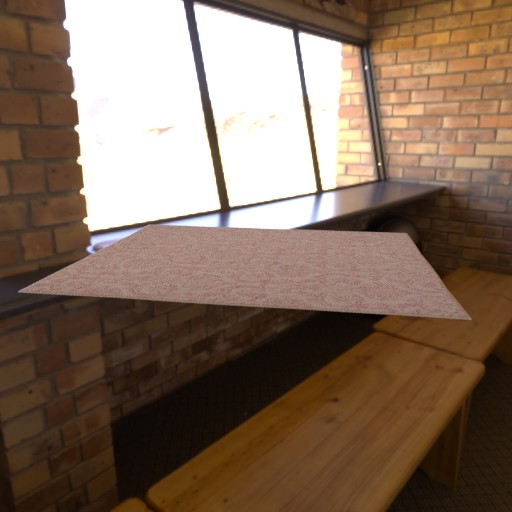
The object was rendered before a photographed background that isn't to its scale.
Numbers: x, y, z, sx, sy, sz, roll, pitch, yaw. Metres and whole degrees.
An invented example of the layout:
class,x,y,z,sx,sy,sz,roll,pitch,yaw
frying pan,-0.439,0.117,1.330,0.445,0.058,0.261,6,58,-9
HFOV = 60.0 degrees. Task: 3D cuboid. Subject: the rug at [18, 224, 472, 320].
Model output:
class,x,y,z,sx,sy,sz,roll,pitch,yaw
rug,0.000,0.000,3.983,2.980,0.012,2.363,2,16,9
